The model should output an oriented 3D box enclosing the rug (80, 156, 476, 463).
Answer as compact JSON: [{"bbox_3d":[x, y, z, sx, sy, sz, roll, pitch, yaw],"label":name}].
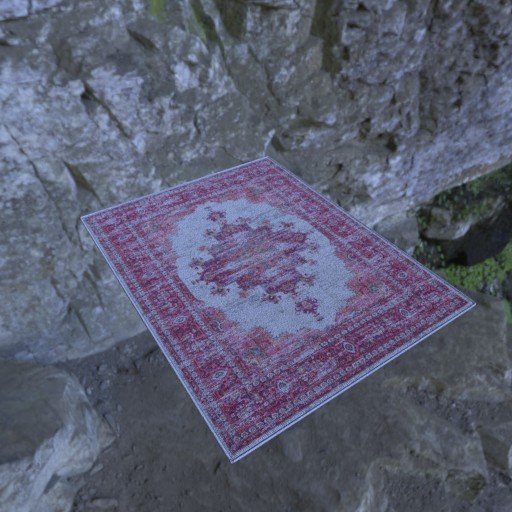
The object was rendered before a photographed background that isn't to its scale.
[{"bbox_3d":[0.000,0.000,4.245,2.447,0.017,3.123,-23,46,-25],"label":"rug"}]
